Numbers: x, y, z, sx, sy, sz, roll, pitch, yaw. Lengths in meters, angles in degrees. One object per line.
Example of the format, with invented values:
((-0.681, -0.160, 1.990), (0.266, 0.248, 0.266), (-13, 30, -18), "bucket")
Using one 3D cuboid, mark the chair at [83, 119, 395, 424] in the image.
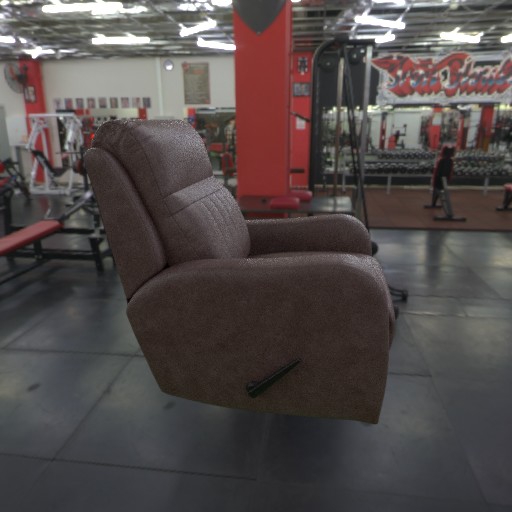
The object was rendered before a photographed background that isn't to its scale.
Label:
((0.000, 0.000, 1.802), (1.067, 1.067, 0.865), (3, 17, 10), "chair")
